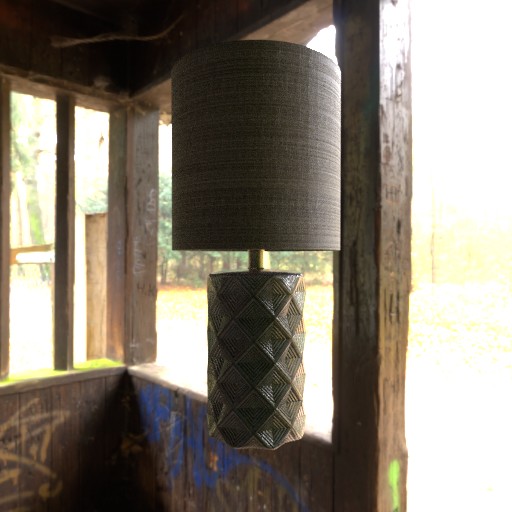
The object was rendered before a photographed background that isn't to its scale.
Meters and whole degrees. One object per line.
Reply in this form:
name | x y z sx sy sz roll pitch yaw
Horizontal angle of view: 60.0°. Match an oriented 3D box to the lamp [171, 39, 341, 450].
lamp | 0.000 0.000 0.714 0.268 0.566 0.269 0 0 19
